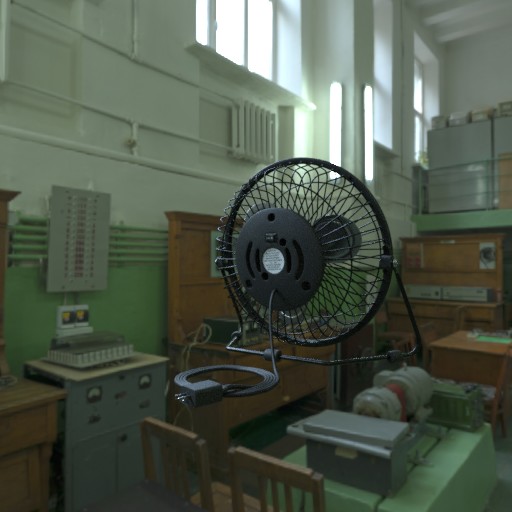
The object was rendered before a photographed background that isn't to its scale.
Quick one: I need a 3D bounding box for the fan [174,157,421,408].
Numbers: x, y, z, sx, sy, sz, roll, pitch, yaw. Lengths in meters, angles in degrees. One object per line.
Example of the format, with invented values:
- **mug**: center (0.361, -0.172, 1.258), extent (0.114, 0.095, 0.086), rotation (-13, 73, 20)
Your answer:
- **fan**: center (0.000, 0.000, 0.375), extent (0.209, 0.188, 0.227), rotation (0, -1, 36)
